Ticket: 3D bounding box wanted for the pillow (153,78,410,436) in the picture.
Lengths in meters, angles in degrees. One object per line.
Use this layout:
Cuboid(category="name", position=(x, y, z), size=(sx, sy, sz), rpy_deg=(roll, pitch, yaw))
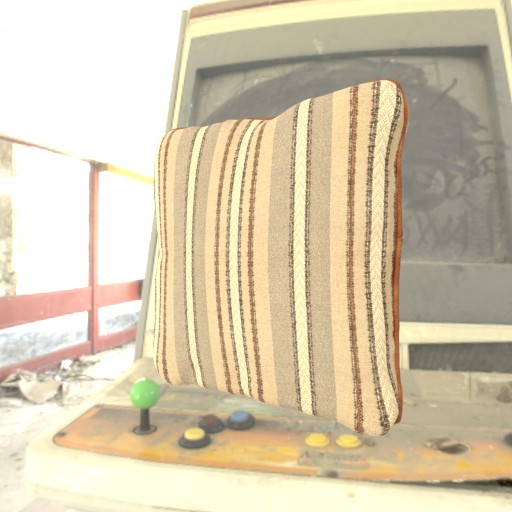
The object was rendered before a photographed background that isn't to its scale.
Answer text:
Cuboid(category="pillow", position=(0.000, 0.000, 0.730), size=(0.489, 0.490, 0.130), rpy_deg=(0, 1, 37))
